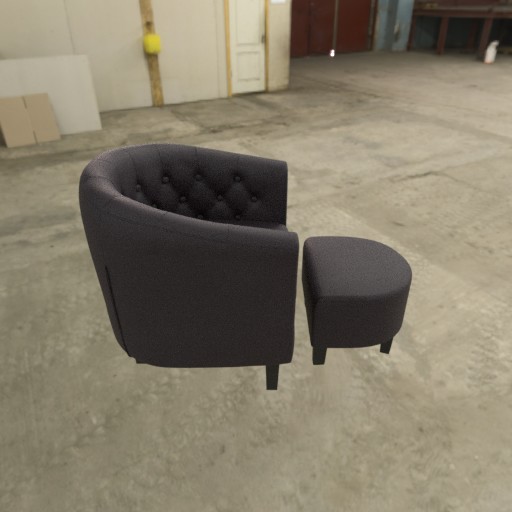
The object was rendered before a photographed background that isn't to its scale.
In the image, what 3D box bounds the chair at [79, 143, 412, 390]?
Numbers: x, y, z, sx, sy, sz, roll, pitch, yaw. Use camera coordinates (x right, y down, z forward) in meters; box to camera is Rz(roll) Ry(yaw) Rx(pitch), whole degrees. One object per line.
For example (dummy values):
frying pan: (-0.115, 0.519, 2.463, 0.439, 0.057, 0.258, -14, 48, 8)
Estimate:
chair: (0.000, 0.000, 1.698, 1.191, 0.760, 0.763, 0, 30, 1)
